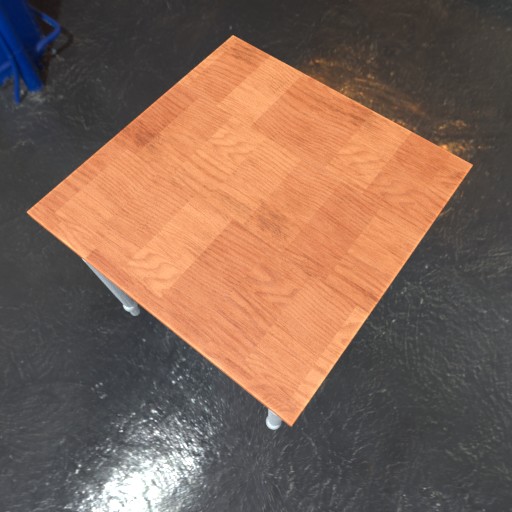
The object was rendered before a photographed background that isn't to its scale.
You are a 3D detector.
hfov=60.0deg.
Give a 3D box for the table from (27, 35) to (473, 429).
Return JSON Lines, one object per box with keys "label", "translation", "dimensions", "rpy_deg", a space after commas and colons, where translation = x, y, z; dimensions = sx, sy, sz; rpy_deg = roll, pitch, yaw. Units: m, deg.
{"label": "table", "translation": [0.000, 0.000, 1.372], "dimensions": [0.747, 0.738, 0.747], "rpy_deg": [35, 69, 15]}
